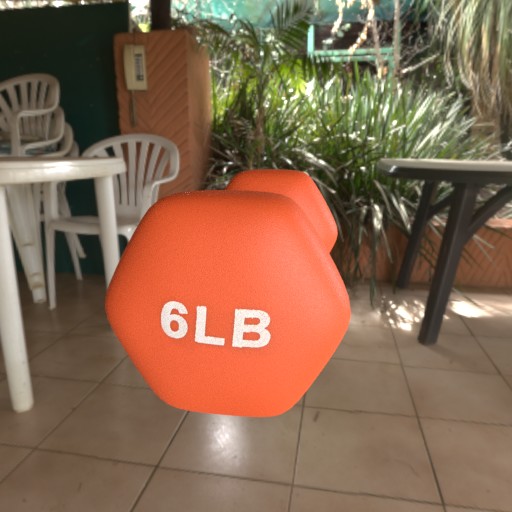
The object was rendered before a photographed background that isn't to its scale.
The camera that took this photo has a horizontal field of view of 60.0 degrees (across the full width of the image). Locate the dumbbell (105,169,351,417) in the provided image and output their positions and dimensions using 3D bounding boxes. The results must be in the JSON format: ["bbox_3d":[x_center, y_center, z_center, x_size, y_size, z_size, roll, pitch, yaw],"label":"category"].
[{"bbox_3d":[0.000,0.000,0.203,0.079,0.071,0.162,2,14,9],"label":"dumbbell"}]
